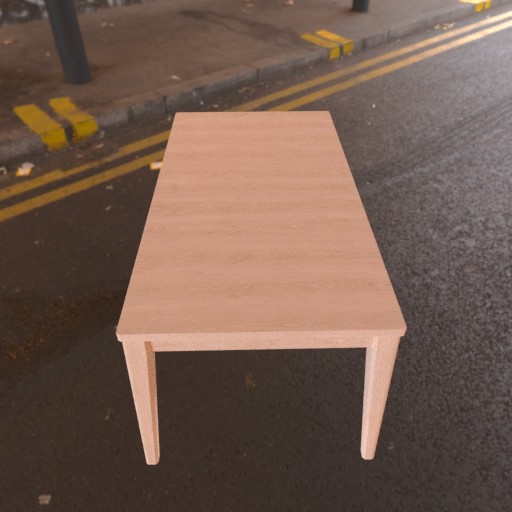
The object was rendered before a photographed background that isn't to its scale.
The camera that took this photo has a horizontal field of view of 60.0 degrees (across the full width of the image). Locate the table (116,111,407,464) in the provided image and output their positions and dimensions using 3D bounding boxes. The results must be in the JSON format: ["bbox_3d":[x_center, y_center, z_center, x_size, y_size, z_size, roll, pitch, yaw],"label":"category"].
[{"bbox_3d":[0.000,0.000,2.100,0.900,0.760,1.600,-1,41,-1],"label":"table"}]
